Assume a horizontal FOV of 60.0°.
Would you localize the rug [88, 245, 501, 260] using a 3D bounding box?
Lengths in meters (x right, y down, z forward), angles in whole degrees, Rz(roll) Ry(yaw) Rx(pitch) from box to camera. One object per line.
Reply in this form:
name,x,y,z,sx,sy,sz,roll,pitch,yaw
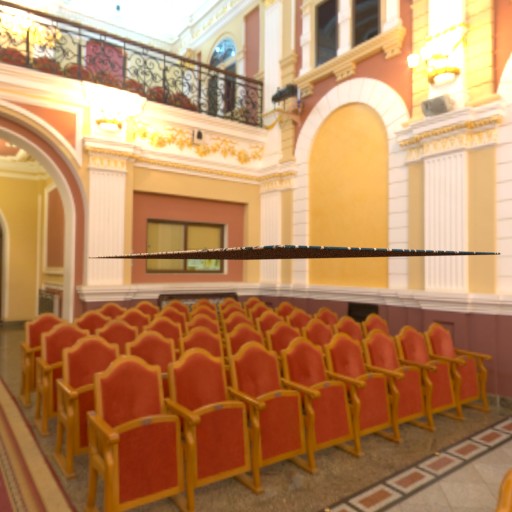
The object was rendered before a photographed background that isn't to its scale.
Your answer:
rug,0.000,0.000,2.945,1.517,0.011,2.435,1,-2,-35
